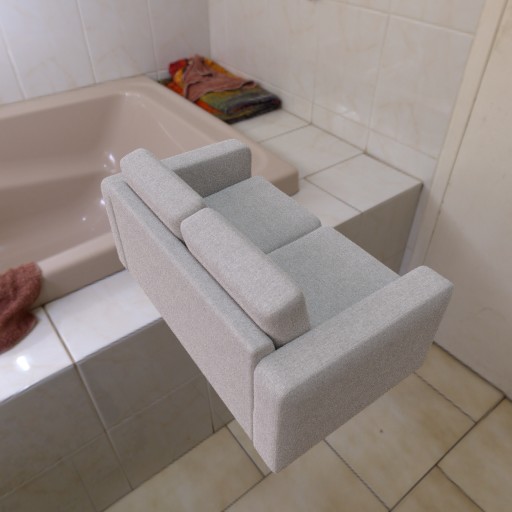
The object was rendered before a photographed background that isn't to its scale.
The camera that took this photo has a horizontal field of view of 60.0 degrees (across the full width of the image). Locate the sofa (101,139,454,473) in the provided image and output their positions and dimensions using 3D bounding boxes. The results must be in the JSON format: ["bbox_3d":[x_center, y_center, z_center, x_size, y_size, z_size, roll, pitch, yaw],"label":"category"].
[{"bbox_3d":[0.000,0.000,2.100,0.900,0.800,1.540,-25,46,-26],"label":"sofa"}]
